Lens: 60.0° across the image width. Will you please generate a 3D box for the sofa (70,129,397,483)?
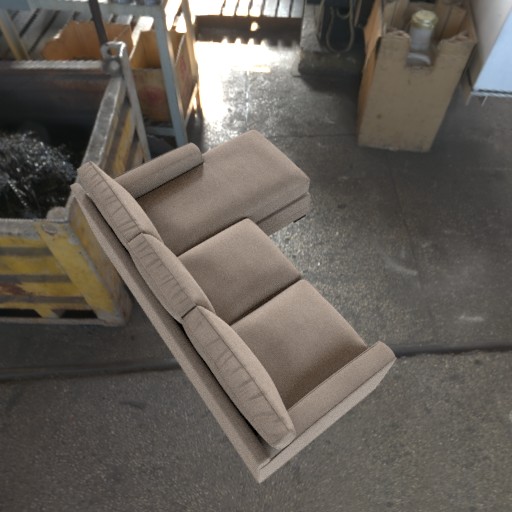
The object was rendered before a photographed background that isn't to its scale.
[{"bbox_3d":[0.000,0.000,2.870,1.496,0.861,2.087,-32,62,-19],"label":"sofa"}]
